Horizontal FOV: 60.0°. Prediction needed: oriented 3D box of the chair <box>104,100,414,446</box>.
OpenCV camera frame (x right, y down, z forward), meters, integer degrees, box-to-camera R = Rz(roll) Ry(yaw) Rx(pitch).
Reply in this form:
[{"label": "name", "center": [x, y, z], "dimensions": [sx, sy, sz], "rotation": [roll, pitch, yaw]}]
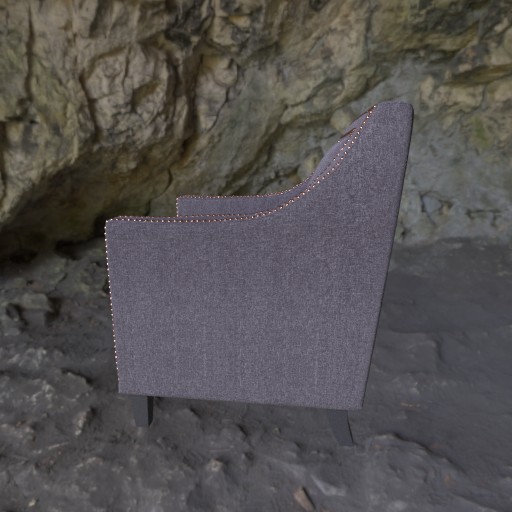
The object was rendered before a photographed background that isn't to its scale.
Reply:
[{"label": "chair", "center": [0.000, 0.000, 1.587], "dimensions": [0.884, 0.967, 0.776], "rotation": [2, 13, 7]}]
